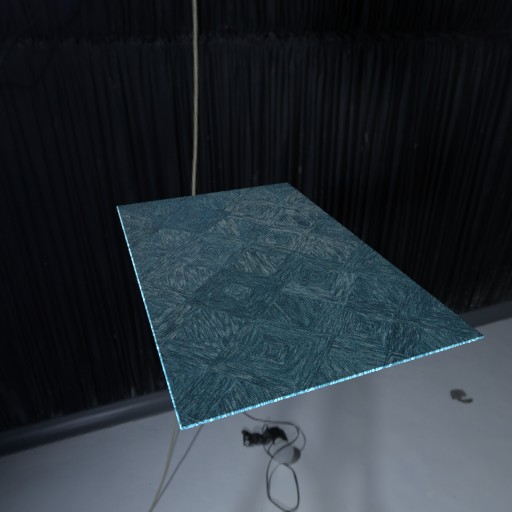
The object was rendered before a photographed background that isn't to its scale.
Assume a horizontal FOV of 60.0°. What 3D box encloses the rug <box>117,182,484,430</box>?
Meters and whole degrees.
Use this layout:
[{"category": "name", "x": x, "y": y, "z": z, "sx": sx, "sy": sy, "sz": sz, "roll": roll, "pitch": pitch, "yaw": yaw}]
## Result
[{"category": "rug", "x": 0.000, "y": 0.000, "z": 2.832, "sx": 1.490, "sy": 0.015, "sz": 2.277, "roll": -11, "pitch": 31, "yaw": -18}]
